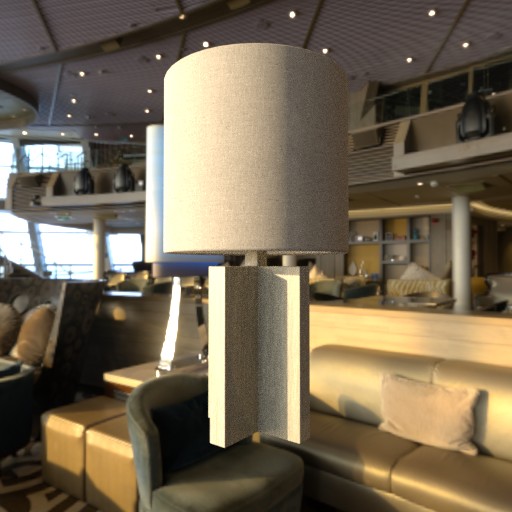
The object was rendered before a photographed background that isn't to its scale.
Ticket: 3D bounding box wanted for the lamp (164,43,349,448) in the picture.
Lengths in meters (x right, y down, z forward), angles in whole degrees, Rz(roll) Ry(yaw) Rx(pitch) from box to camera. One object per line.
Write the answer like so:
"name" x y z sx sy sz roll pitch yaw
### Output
"lamp" 0.000 0.000 0.558 0.229 0.428 0.229 -1 -1 38
